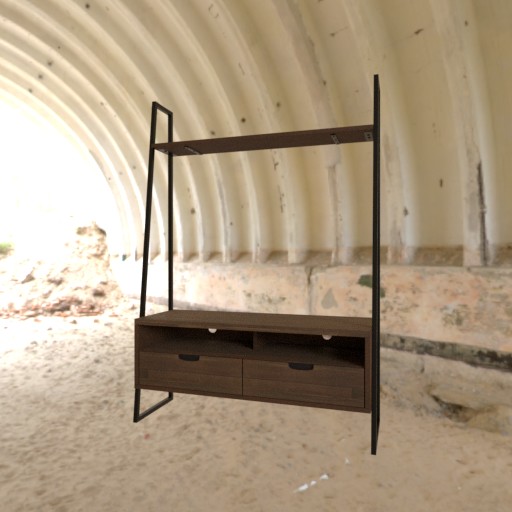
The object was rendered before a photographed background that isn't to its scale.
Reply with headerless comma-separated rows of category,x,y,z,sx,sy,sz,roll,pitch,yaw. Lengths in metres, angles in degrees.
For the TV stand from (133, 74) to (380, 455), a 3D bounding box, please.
TV stand,0.000,0.000,2.348,1.250,1.772,0.432,0,0,18
